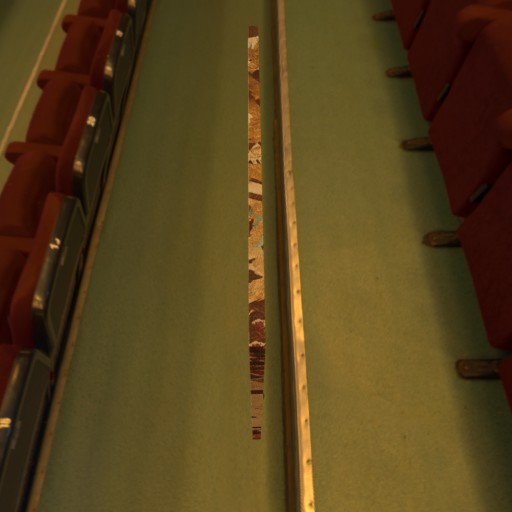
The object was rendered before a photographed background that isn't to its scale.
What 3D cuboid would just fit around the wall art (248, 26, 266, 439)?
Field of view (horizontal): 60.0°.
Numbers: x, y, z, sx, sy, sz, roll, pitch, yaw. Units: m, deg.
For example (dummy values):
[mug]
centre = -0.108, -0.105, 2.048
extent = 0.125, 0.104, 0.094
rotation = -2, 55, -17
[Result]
[wall art]
centre = 0.000, 0.000, 1.131
extent = 0.028, 0.762, 0.757
rotation = -1, 59, 0
